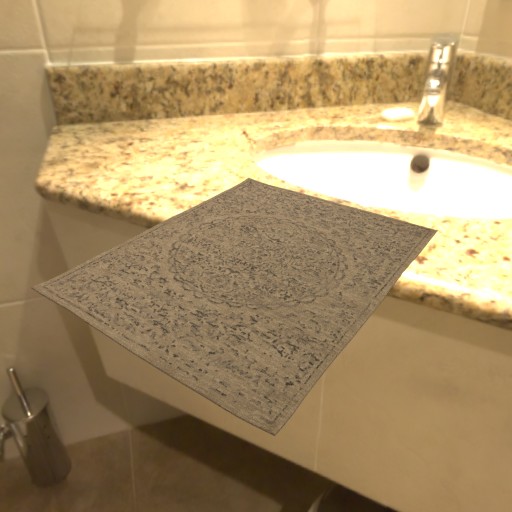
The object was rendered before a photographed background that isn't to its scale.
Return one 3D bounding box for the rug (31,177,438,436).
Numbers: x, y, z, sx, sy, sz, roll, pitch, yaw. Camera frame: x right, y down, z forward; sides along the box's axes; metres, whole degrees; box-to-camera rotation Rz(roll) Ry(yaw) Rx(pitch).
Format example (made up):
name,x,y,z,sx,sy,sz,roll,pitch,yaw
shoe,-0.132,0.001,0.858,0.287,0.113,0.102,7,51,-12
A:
name,x,y,z,sx,sy,sz,roll,pitch,yaw
rug,0.000,0.000,3.971,2.343,0.026,2.925,21,37,30
